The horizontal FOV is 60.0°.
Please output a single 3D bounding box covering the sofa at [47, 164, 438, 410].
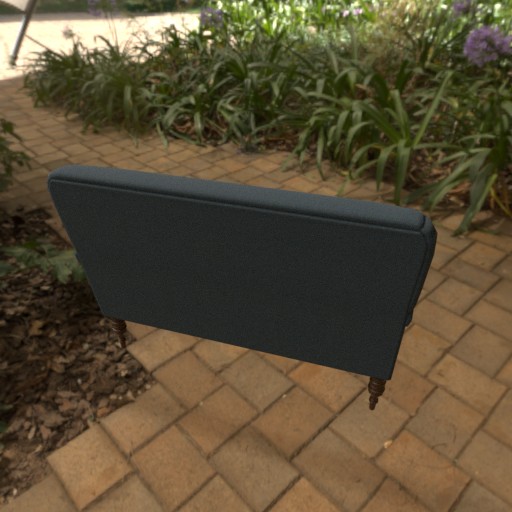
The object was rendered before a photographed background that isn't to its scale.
[{"bbox_3d":[0.000,0.000,1.782,1.297,0.889,0.779,10,34,15],"label":"sofa"}]
